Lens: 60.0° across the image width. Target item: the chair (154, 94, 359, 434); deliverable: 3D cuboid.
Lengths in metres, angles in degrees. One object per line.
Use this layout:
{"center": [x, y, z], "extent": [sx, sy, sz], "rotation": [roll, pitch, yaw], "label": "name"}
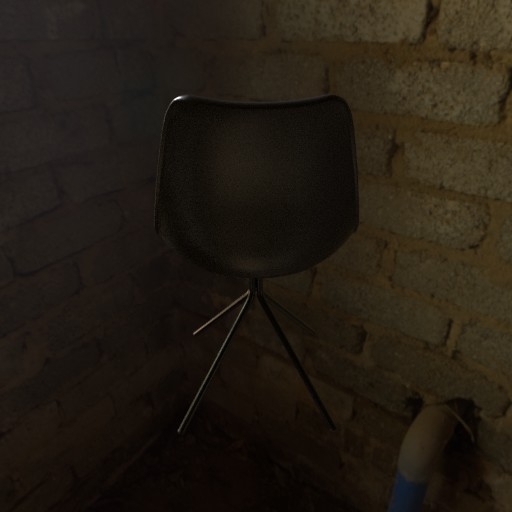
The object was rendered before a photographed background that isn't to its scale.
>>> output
{"center": [0.000, 0.000, 1.120], "extent": [0.461, 0.850, 0.525], "rotation": [-1, 29, -1], "label": "chair"}
